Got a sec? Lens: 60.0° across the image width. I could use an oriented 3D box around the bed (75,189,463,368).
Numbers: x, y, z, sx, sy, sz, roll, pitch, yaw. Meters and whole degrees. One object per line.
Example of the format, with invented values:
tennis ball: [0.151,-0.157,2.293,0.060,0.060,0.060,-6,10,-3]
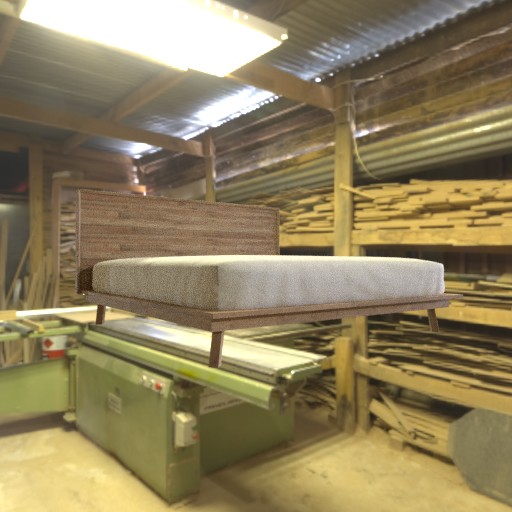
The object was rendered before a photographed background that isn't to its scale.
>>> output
bed: [0.000,0.000,3.412,2.116,1.100,2.167,1,-1,-36]
